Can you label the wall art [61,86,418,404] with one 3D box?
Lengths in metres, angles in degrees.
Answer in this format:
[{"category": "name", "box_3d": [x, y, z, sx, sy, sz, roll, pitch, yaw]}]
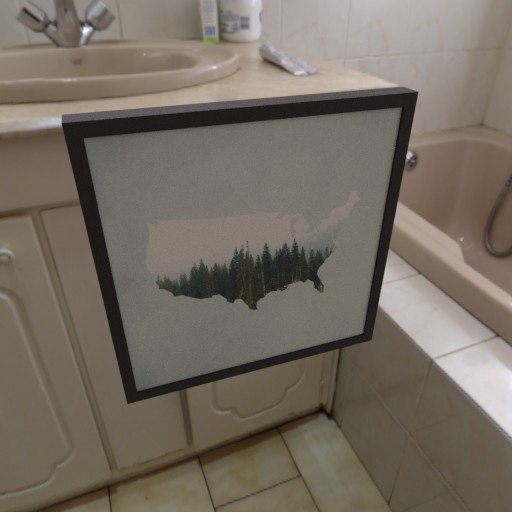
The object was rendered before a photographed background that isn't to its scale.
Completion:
[{"category": "wall art", "box_3d": [0.000, 0.000, 0.755, 0.509, 0.509, 0.040, -11, 34, -16]}]
